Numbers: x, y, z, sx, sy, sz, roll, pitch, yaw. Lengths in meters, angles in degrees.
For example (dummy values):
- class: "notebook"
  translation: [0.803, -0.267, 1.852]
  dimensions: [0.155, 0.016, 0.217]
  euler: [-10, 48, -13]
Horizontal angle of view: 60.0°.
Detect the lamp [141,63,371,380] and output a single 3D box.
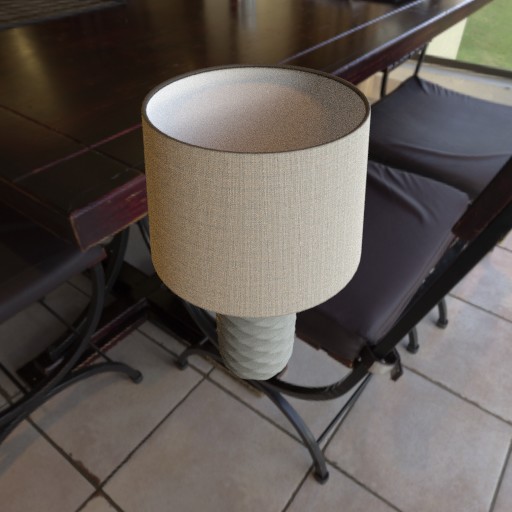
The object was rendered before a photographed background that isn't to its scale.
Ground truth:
- class: "lamp"
  translation: [0.000, 0.000, 0.832]
  dimensions: [0.376, 0.594, 0.376]
  euler: [0, 41, 0]
